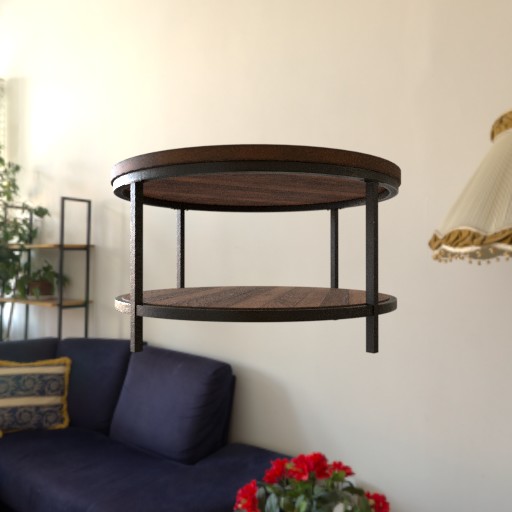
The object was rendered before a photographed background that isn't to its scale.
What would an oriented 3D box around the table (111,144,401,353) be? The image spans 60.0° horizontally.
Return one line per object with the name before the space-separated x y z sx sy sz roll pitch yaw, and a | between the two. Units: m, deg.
table | 0.000 0.000 1.343 0.837 0.462 0.837 0 0 0
